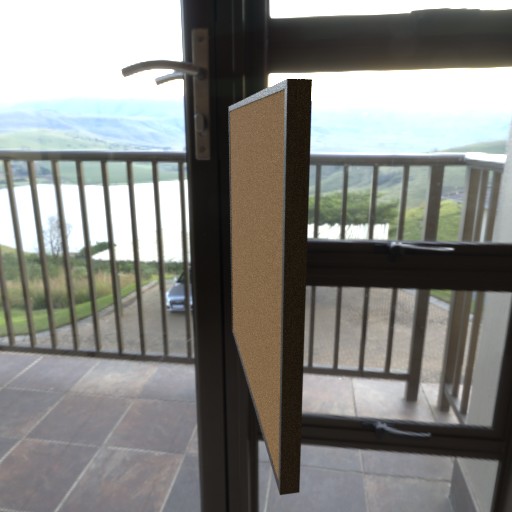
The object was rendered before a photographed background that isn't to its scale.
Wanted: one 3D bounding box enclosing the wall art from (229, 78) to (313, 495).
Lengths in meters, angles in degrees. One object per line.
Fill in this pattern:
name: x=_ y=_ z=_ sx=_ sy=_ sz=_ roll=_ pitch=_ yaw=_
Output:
wall art: x=0.000 y=0.000 z=1.124 sx=0.039 sy=0.758 sz=0.758 roll=-3 pitch=16 yaw=-10
